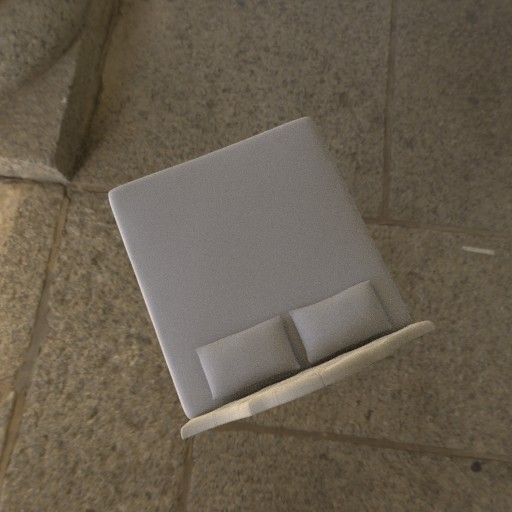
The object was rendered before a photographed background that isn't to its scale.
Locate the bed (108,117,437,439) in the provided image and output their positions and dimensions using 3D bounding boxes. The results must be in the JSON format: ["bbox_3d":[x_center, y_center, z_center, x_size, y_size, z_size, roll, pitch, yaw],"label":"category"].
[{"bbox_3d":[0.000,0.000,3.527,2.012,1.555,2.086,-22,77,-5],"label":"bed"}]
